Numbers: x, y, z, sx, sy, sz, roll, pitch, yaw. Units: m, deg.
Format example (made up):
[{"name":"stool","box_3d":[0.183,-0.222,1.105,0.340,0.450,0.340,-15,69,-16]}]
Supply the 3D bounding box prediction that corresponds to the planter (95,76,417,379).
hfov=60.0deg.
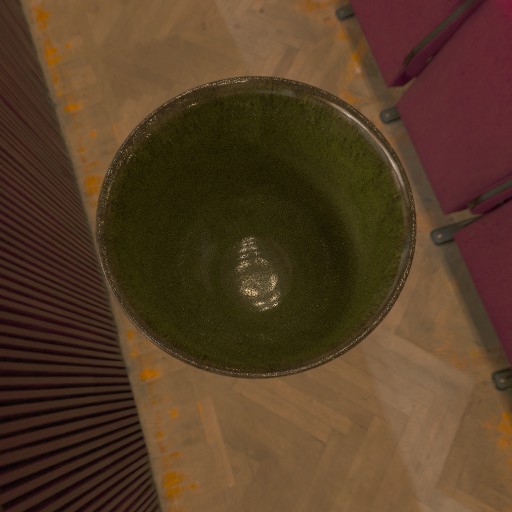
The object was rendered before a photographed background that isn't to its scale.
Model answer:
[{"name":"planter","box_3d":[0.000,0.000,0.496,0.266,0.270,0.266,0,74,0]}]
